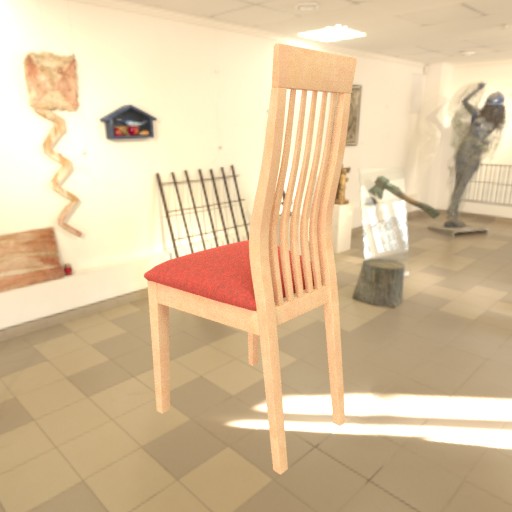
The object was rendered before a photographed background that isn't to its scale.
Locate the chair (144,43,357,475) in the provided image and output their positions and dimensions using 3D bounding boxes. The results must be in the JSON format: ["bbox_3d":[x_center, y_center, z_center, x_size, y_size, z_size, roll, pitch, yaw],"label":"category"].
[{"bbox_3d":[0.000,0.000,1.260,0.474,1.027,0.460,16,23,42],"label":"chair"}]
